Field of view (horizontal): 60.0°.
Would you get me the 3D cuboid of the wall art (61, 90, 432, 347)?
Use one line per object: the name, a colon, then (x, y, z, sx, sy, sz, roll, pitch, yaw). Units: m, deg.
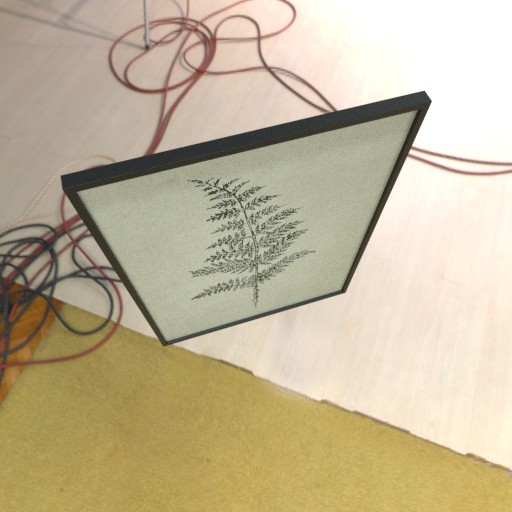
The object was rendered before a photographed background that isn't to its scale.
wall art: (0.000, 0.000, 1.400, 0.802, 1.070, 0.036, -15, 63, -8)
